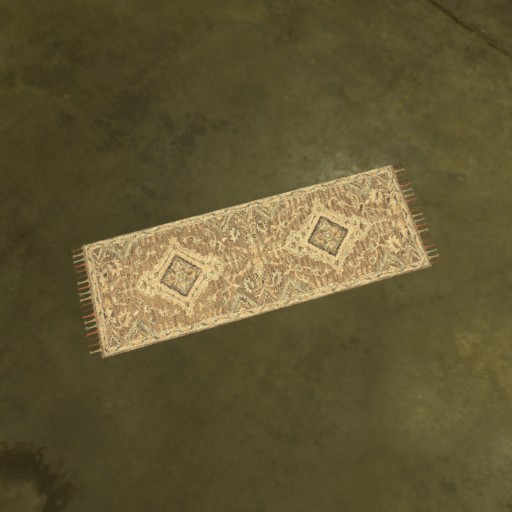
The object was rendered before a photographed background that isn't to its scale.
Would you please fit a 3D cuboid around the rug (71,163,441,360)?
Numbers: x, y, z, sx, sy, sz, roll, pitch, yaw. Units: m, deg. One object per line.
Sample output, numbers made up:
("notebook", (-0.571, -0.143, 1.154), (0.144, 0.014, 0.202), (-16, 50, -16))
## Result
("rug", (0.000, 0.000, 2.847), (2.378, 0.018, 1.324), (0, 75, 0))
